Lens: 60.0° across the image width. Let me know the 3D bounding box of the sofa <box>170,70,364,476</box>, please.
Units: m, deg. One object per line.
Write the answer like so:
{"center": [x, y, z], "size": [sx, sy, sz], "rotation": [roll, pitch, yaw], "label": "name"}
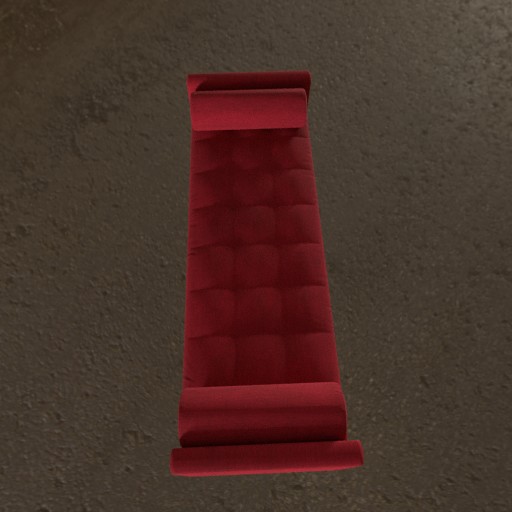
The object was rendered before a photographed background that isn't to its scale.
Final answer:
{"center": [0.000, 0.000, 2.253], "size": [0.686, 0.635, 1.981], "rotation": [-2, 63, -1], "label": "sofa"}
